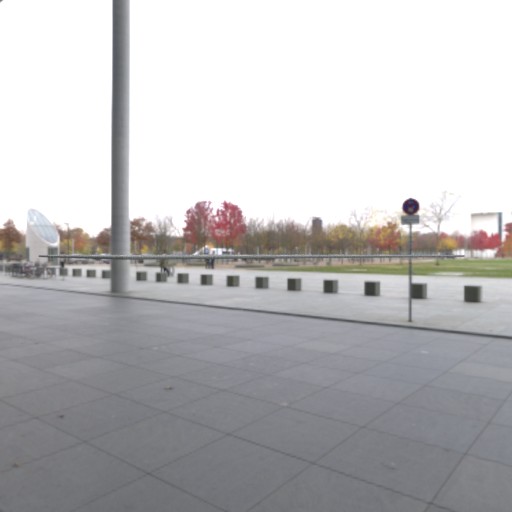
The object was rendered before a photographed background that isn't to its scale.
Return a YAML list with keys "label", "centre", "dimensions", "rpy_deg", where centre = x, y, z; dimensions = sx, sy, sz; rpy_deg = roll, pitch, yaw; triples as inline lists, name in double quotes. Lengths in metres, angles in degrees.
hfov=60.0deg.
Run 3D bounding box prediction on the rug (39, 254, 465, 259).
- label: "rug"
  centre: [0.000, 0.000, 2.829]
  dimensions: [2.290, 0.014, 1.526]
  rpy_deg: [0, 0, -36]
